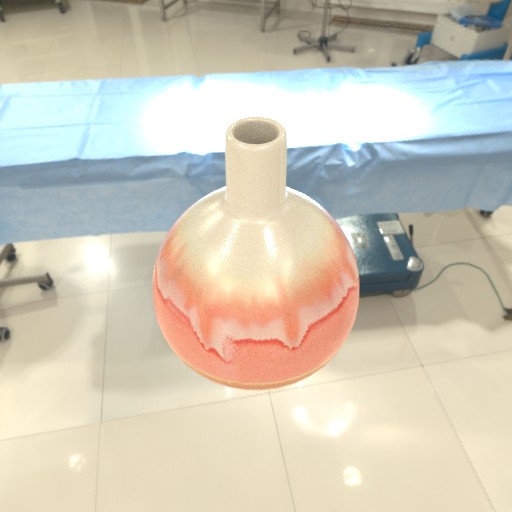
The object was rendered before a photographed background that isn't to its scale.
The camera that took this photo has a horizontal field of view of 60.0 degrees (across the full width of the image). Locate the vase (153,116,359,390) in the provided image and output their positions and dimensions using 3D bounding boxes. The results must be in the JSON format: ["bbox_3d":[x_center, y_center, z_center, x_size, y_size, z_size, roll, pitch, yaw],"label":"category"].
[{"bbox_3d":[0.000,0.000,0.278,0.137,0.176,0.137,0,46,0],"label":"vase"}]
